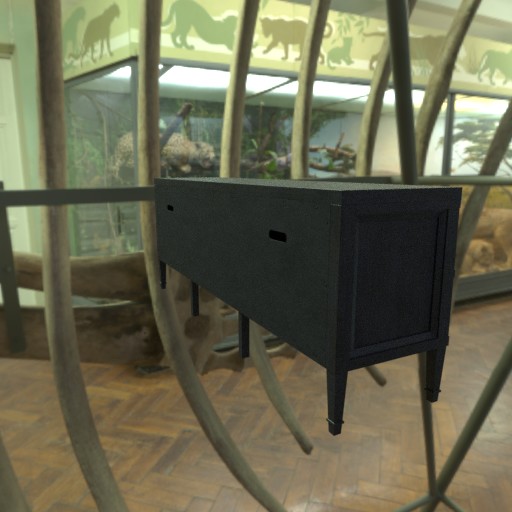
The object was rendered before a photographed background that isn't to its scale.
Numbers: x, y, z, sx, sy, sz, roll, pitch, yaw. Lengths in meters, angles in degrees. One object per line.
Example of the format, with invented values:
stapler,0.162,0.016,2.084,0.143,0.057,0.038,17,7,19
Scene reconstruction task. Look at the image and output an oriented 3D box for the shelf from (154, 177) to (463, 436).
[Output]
shelf,0.000,0.000,2.143,0.471,0.715,1.878,-6,12,-27
